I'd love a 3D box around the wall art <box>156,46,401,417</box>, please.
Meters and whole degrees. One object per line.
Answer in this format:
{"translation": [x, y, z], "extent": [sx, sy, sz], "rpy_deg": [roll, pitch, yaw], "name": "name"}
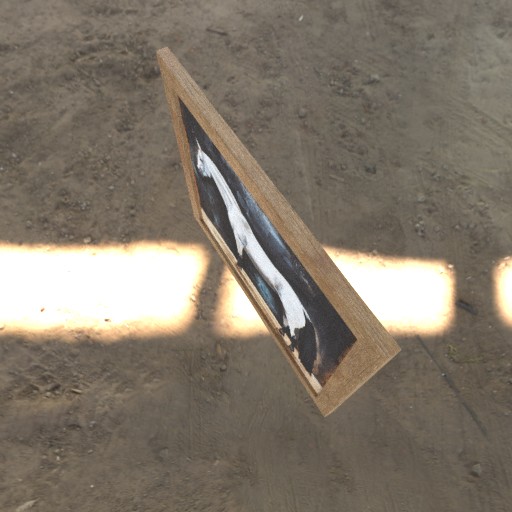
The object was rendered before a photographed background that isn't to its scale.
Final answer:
{"translation": [0.000, 0.000, 0.974], "extent": [0.026, 0.588, 0.690], "rpy_deg": [-29, 67, -14], "name": "wall art"}
